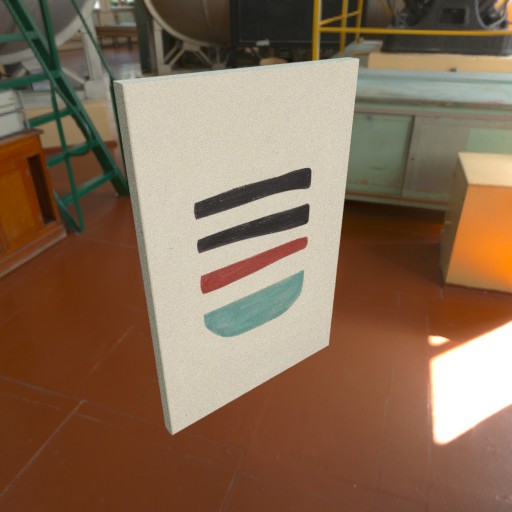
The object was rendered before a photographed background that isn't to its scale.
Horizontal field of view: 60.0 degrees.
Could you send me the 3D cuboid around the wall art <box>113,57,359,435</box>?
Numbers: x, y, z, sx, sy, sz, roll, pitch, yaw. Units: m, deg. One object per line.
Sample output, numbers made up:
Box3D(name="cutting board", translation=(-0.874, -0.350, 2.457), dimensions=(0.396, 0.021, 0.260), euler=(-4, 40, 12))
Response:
Box3D(name="wall art", translation=(0.000, 0.000, 1.159), dimensions=(0.607, 0.912, 0.038), euler=(-21, 36, -32))
